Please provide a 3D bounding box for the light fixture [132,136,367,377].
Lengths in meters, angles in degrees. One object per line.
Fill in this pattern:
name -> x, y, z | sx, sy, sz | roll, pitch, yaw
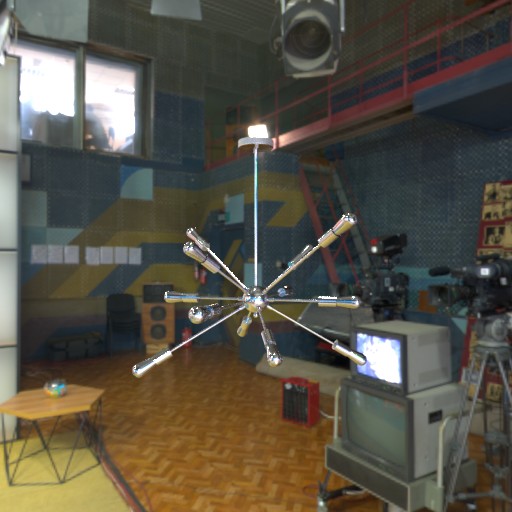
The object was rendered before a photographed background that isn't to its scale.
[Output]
light fixture -> 0.000, 0.000, 1.078 | 0.509, 0.558, 0.684 | 0, -1, 18
